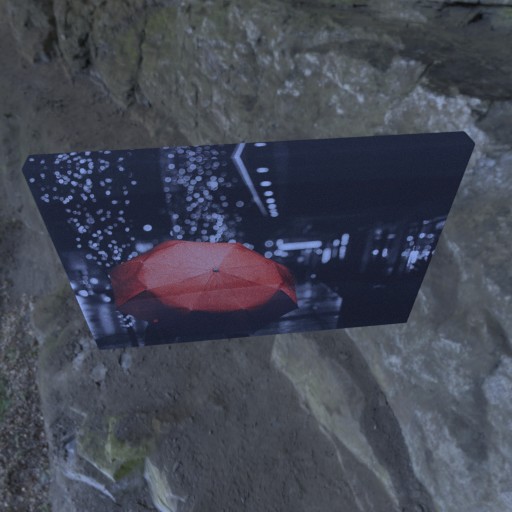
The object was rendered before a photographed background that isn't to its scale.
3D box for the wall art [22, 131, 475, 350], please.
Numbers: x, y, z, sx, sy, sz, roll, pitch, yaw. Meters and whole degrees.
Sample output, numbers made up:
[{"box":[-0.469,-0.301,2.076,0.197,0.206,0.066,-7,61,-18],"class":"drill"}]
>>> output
[{"box":[0.000,0.000,0.743,0.609,0.406,0.037,-4,44,-4],"class":"wall art"}]
